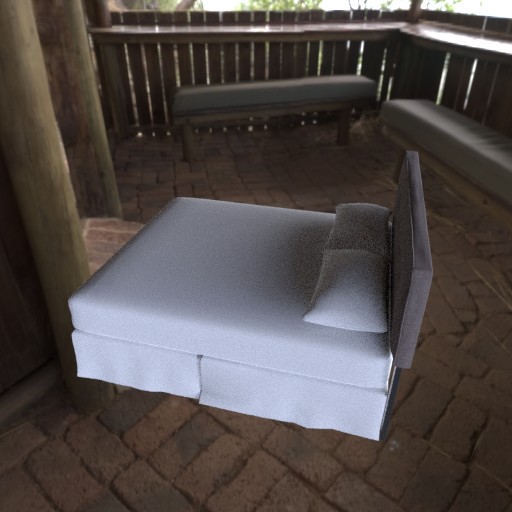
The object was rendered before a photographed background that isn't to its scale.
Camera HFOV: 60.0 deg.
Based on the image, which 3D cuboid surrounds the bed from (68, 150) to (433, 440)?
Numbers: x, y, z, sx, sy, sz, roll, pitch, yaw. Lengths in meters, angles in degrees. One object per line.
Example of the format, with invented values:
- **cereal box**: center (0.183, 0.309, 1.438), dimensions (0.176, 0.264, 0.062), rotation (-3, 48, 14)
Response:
- **bed**: center (0.000, 0.000, 2.888), dimensions (1.894, 1.089, 1.610), rotation (8, 32, 13)
